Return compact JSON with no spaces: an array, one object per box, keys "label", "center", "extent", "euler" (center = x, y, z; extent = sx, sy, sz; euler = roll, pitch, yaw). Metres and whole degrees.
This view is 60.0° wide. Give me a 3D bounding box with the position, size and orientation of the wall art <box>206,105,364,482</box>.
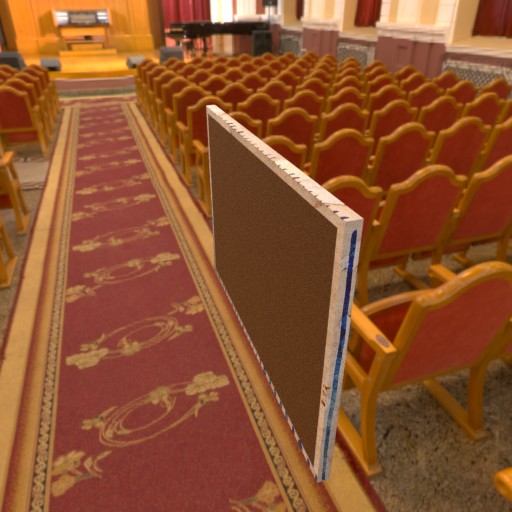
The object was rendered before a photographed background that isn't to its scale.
[{"label":"wall art","center":[0.000,0.000,1.175],"extent":[0.030,0.609,0.919],"euler":[-9,31,-16]}]
